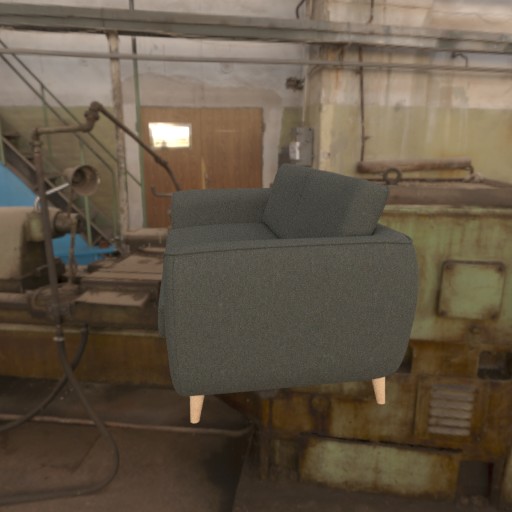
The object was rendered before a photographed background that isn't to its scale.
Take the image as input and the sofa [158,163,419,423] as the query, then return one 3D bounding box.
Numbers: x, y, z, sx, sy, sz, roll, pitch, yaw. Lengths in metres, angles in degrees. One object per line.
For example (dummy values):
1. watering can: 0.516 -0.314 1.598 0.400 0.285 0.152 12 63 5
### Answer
1. sofa: 0.000 0.000 2.221 0.920 0.850 1.700 -2 15 -9
